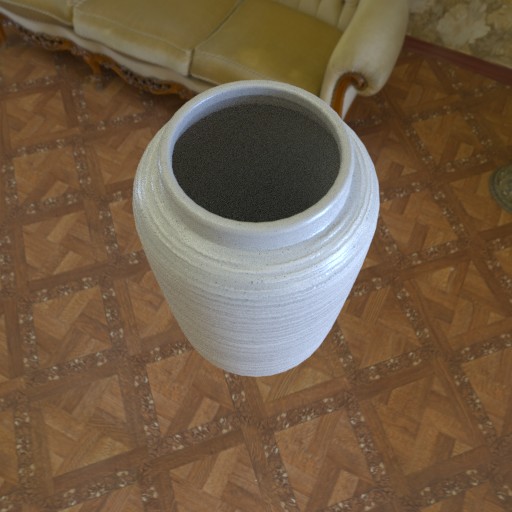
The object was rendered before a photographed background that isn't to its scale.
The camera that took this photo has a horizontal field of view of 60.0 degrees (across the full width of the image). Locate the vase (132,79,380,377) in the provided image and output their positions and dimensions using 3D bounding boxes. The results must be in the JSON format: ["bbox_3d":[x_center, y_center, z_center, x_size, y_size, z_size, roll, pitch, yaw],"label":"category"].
[{"bbox_3d":[0.000,0.000,0.459,0.202,0.335,0.202,0,63,0],"label":"vase"}]
